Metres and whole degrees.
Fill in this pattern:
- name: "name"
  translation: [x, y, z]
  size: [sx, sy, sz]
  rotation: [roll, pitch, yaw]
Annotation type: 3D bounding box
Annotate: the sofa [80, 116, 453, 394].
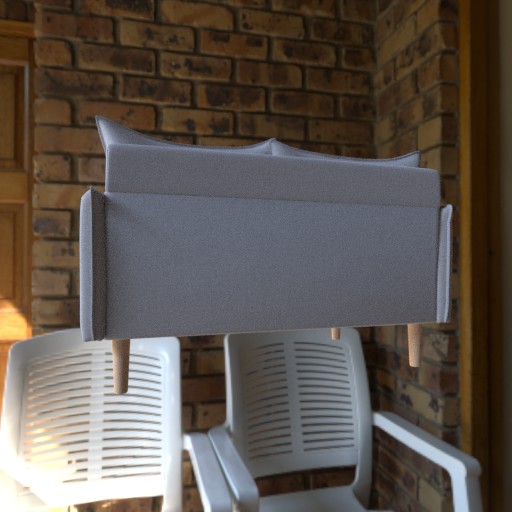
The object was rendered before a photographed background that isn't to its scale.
- name: "sofa"
  translation: [0.000, 0.000, 1.809]
  size: [1.300, 0.840, 0.820]
  rotation: [0, -1, -19]
